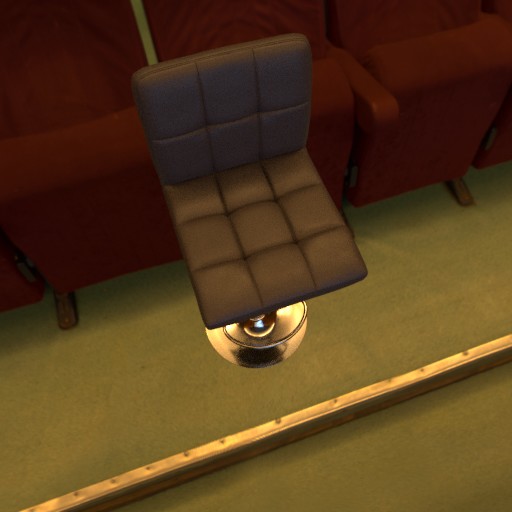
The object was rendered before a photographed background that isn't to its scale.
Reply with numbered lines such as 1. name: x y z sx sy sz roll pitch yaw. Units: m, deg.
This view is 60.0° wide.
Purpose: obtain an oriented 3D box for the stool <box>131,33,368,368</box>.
1. stool: 0.000 0.000 1.360 0.430 1.115 0.505 -17 63 -9
